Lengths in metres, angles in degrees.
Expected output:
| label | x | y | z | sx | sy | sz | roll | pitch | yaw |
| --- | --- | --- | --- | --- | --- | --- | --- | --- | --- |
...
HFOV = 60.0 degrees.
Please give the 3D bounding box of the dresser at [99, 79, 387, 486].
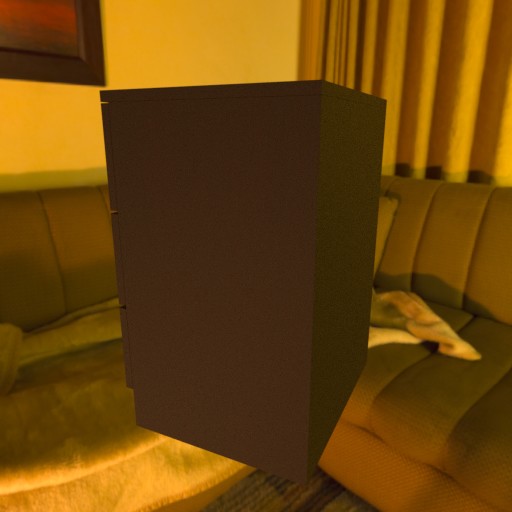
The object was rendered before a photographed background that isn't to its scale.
| label | x | y | z | sx | sy | sz | roll | pitch | yaw |
| --- | --- | --- | --- | --- | --- | --- | --- | --- | --- |
| dresser | 0.000 | 0.000 | 0.823 | 0.360 | 0.560 | 0.400 | 8 | 18 | 25 |
